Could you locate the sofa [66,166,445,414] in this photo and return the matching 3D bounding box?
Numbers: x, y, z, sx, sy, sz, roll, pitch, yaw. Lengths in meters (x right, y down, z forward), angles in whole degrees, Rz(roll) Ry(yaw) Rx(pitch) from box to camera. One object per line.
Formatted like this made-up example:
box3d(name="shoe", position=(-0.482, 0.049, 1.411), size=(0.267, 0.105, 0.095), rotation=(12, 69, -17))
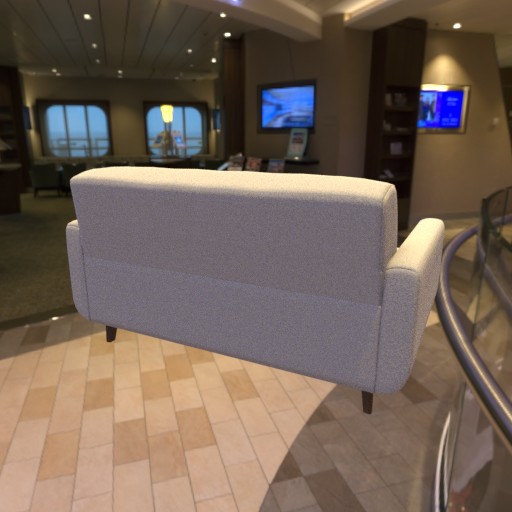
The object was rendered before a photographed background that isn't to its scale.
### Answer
box3d(name="sofa", position=(0.000, 0.000, 2.216), size=(1.655, 0.892, 0.980), rotation=(8, 17, 26))
